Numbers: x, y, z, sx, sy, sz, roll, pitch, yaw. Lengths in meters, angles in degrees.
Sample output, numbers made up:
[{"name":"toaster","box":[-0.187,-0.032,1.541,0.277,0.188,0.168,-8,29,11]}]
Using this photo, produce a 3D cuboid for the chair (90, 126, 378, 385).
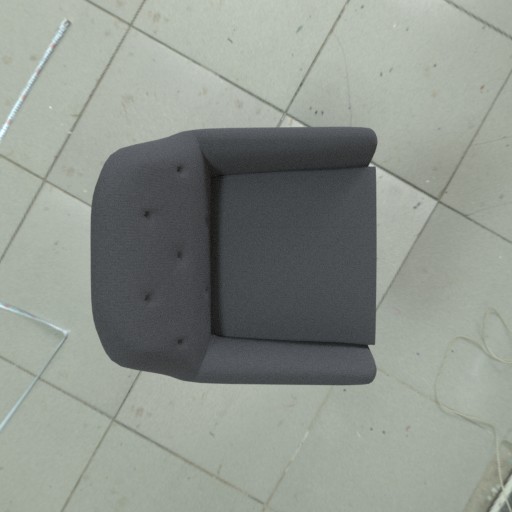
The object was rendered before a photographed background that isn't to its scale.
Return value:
[{"name":"chair","box":[0.000,0.000,1.425,0.779,0.800,0.770,0,91,0]}]
